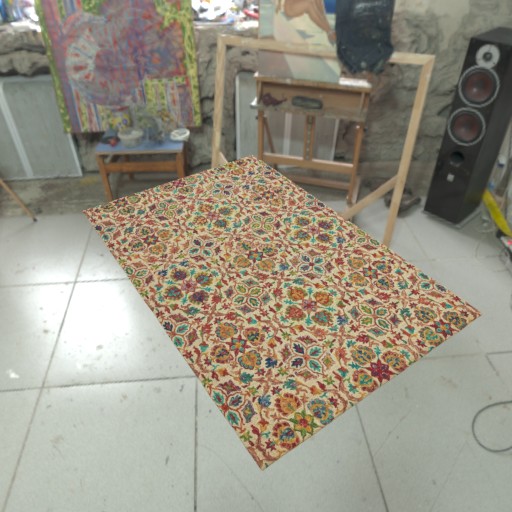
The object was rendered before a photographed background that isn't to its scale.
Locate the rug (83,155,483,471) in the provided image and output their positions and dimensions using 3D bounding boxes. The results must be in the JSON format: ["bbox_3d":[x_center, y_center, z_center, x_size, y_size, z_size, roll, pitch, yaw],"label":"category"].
[{"bbox_3d":[0.000,0.000,2.313,1.226,0.013,1.838,-24,46,-26],"label":"rug"}]
